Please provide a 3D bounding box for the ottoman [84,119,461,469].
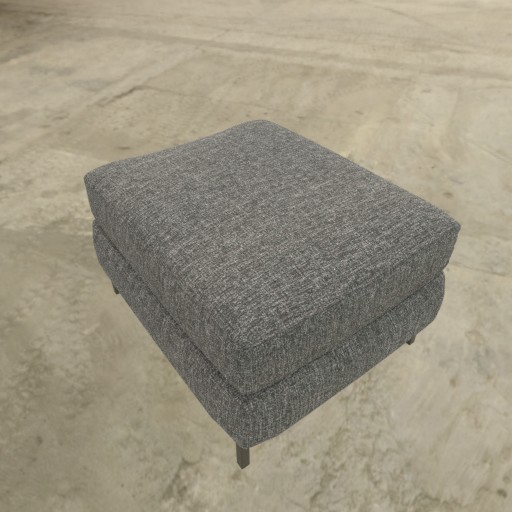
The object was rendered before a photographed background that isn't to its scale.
[{"bbox_3d":[0.000,0.000,1.223,0.683,0.480,0.828,-26,46,-27],"label":"ottoman"}]
